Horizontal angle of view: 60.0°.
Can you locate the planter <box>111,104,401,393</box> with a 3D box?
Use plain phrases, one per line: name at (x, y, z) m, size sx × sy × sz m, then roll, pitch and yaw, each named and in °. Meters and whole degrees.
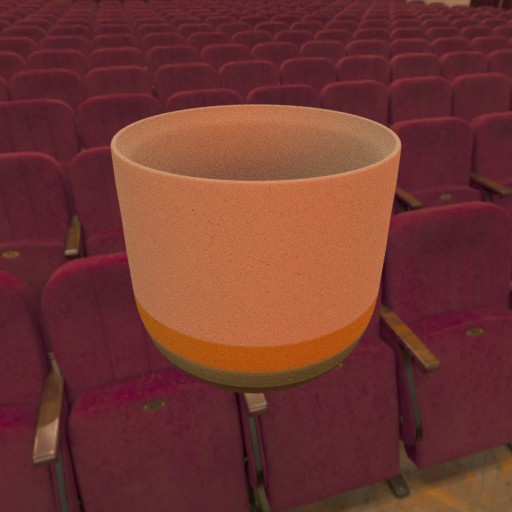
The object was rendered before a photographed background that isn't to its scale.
planter at (0.000, 0.000, 0.488) m, size 0.268 × 0.270 × 0.268 m, roll 0°, pitch 30°, yaw 0°
